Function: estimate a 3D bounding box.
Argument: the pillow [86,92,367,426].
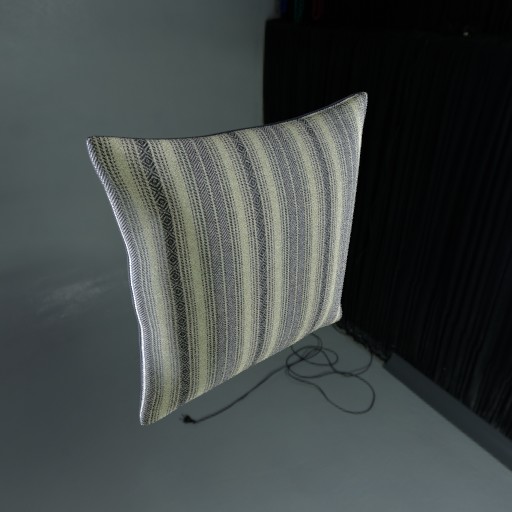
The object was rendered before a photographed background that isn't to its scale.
[{"bbox_3d":[0.000,0.000,0.797,0.520,0.508,0.166,-21,36,-32],"label":"pillow"}]
